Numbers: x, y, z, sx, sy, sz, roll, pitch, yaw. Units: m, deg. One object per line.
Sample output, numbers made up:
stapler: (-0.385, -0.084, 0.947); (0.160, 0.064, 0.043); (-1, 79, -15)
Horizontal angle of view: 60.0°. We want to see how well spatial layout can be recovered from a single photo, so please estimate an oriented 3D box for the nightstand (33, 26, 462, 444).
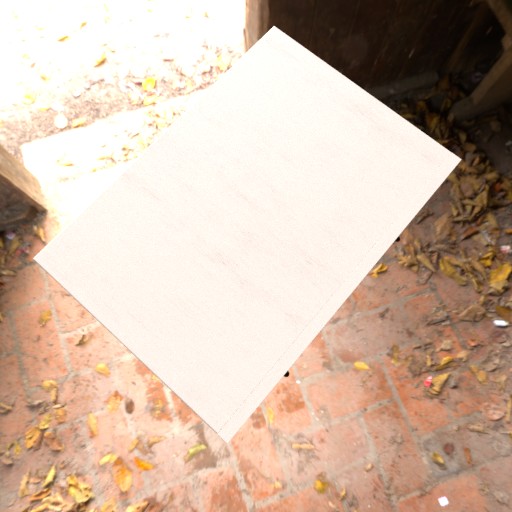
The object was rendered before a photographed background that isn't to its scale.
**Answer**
nightstand: (0.000, 0.000, 1.044); (0.447, 0.604, 0.614); (40, 78, 10)
